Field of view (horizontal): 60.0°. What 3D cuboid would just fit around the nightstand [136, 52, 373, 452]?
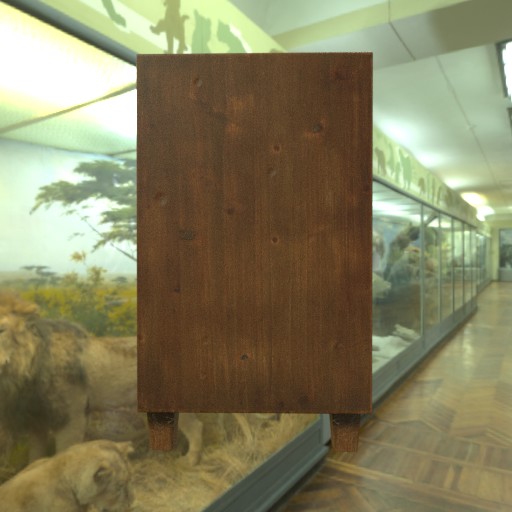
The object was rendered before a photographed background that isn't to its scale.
[{"bbox_3d":[0.000,0.000,0.989,0.410,0.695,0.465,0,0,1],"label":"nightstand"}]
